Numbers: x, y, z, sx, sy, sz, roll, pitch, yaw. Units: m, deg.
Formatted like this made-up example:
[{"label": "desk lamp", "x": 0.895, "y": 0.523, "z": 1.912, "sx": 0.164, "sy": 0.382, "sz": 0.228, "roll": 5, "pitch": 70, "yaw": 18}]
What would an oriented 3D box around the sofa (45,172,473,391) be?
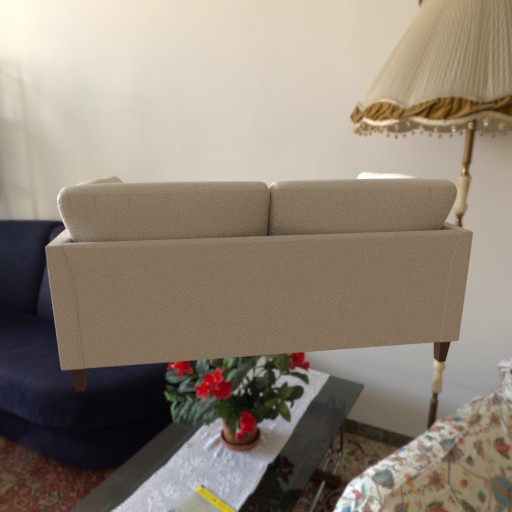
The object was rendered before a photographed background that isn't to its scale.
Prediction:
[{"label": "sofa", "x": 0.000, "y": 0.000, "z": 2.269, "sx": 1.776, "sy": 0.836, "sz": 0.970, "roll": -2, "pitch": 16, "yaw": -8}]
